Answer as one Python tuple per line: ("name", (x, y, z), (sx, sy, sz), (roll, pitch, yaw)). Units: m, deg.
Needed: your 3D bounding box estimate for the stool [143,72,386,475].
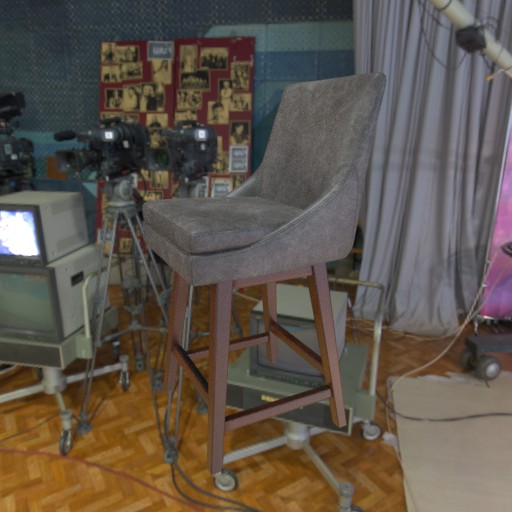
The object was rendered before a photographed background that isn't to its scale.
("stool", (0.000, 0.000, 1.370), (0.587, 1.046, 0.492), (-8, 18, -26))
